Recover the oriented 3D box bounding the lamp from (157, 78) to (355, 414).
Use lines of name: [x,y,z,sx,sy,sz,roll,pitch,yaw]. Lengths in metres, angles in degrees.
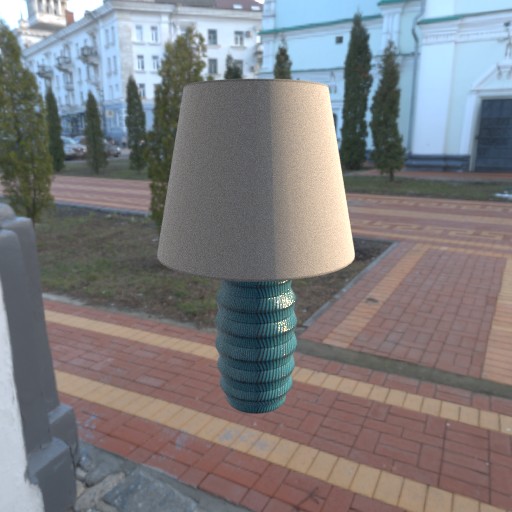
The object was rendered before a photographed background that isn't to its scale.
lamp: [0.000,0.000,0.816,0.355,0.582,0.355,0,15,0]
